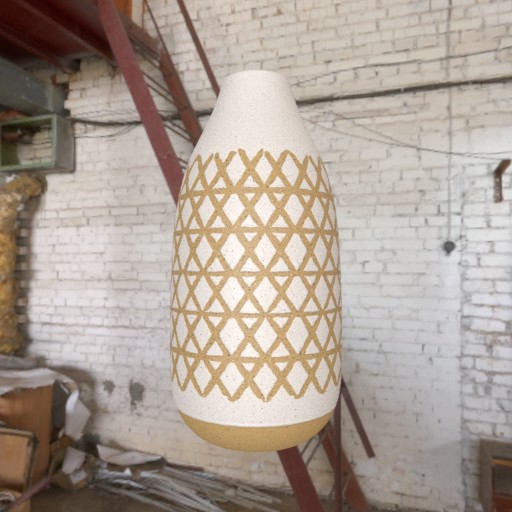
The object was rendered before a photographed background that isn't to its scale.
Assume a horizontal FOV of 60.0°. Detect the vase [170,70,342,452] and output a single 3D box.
[{"bbox_3d":[0.000,0.000,0.487,0.186,0.380,0.186,0,-1,0],"label":"vase"}]
